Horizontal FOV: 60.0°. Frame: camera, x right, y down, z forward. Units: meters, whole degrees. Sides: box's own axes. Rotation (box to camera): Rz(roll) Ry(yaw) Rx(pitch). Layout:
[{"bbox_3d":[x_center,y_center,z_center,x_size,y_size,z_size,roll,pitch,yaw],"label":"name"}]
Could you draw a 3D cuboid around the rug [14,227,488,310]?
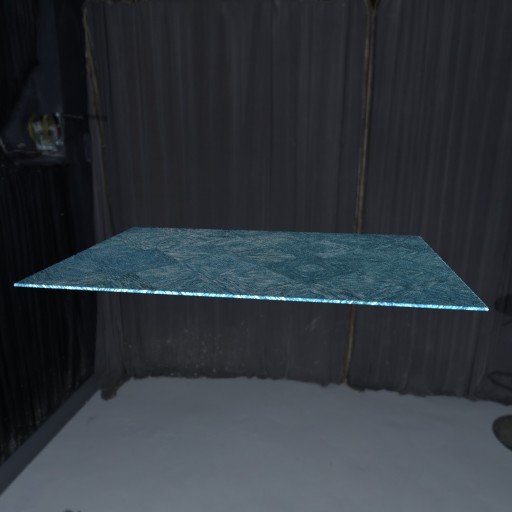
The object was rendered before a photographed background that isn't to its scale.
[{"bbox_3d":[0.000,0.000,2.807,2.277,0.015,1.490,2,15,8],"label":"rug"}]
